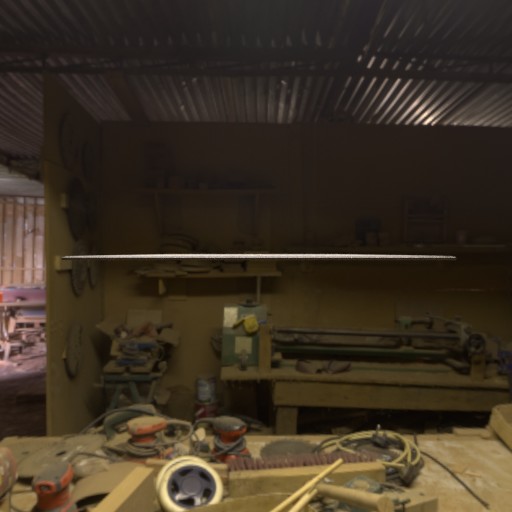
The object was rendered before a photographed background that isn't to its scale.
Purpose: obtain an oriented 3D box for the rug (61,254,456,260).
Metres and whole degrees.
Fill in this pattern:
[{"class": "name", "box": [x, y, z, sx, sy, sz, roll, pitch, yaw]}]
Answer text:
[{"class": "rug", "box": [0.000, 0.000, 2.288, 1.224, 0.012, 1.847, 0, 0, -1]}]
